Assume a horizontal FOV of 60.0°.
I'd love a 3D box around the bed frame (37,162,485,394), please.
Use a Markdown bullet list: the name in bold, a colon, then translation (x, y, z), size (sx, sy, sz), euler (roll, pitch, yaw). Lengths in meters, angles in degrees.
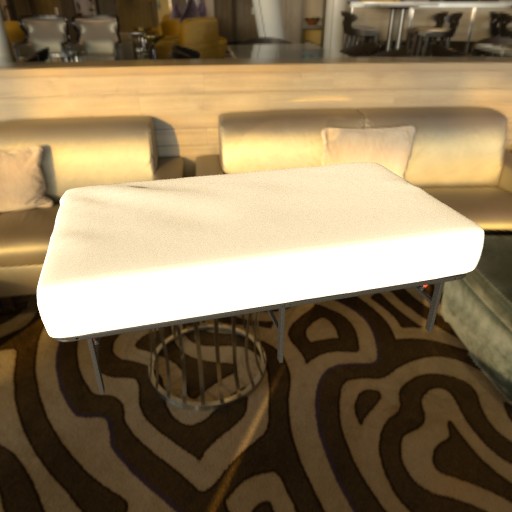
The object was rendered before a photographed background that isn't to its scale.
- **bed frame**: translation (0.000, 0.000, 2.318), size (1.908, 0.640, 1.025), euler (-8, 30, -13)
